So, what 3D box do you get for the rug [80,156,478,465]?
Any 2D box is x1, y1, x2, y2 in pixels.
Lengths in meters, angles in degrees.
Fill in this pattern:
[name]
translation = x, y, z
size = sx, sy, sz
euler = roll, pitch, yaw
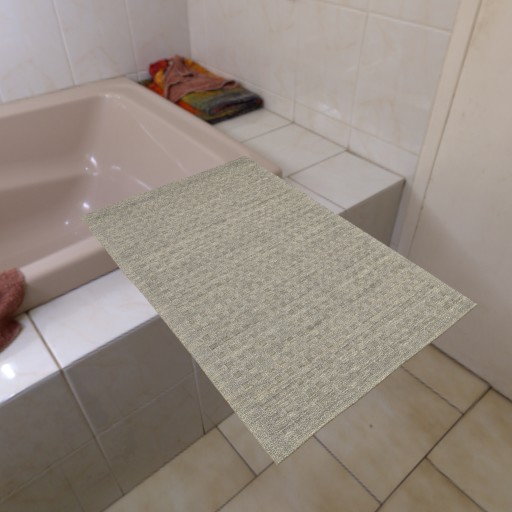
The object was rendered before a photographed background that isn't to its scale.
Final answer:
[rug]
translation = 0.000, 0.000, 2.942
size = 1.532, 0.018, 2.297
euler = -27, 47, -28
